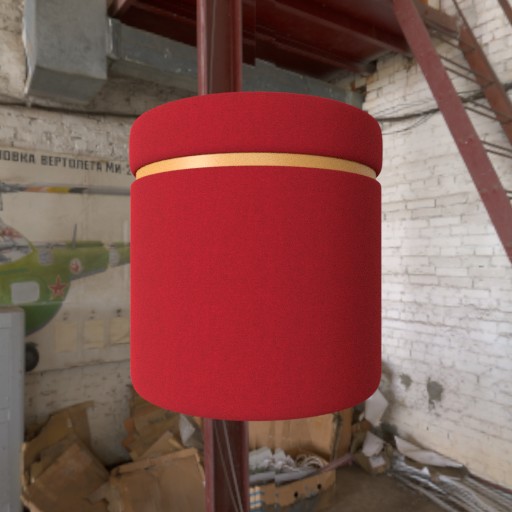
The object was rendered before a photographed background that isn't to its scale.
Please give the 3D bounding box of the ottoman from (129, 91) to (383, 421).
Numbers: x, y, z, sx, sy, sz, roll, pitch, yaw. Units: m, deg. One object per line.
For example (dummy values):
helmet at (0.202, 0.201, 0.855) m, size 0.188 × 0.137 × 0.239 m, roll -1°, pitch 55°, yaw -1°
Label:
ottoman at (0.000, 0.000, 0.726) m, size 0.400 × 0.406 × 0.400 m, roll 0°, pitch 0°, yaw 0°
